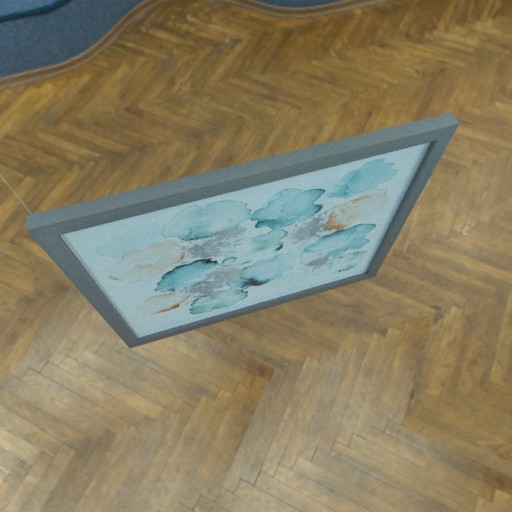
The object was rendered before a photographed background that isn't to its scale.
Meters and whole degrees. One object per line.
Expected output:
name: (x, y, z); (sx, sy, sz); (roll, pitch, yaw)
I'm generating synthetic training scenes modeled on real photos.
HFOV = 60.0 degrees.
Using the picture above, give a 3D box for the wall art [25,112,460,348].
wall art: (0.000, 0.000, 0.899); (0.660, 0.558, 0.026); (-15, 63, -8)
